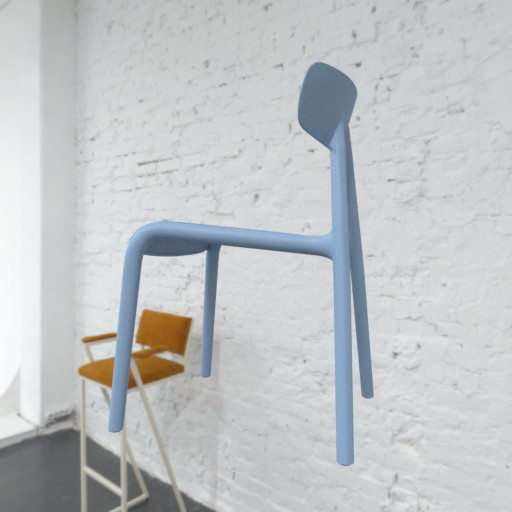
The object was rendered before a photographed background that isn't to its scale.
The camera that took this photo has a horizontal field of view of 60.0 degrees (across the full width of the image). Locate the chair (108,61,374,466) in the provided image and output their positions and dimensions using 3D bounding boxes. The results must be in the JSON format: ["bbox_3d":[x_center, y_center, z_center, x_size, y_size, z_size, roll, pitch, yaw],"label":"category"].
[{"bbox_3d":[0.000,0.000,0.825,0.401,0.580,0.356,0,1,20],"label":"chair"}]
